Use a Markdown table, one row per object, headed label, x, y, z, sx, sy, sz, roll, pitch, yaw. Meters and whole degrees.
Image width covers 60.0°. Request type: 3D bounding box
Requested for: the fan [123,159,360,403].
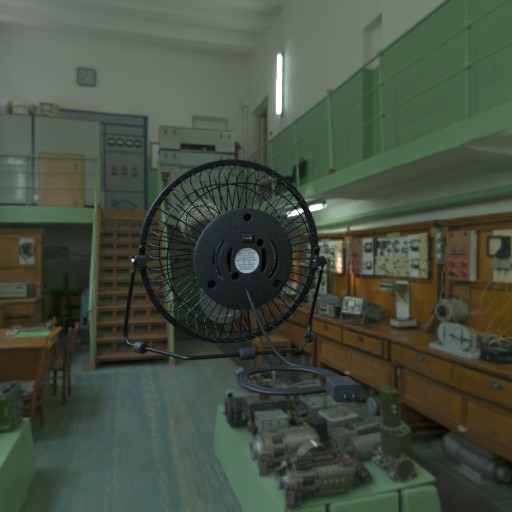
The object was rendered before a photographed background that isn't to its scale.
| label | x | y | z | sx | sy | sz | roll | pitch | yaw |
| --- | --- | --- | --- | --- | --- | --- | --- | --- | --- |
| fan | 0.000 | 0.000 | 0.376 | 0.209 | 0.188 | 0.227 | 0 | 0 | -18 |
